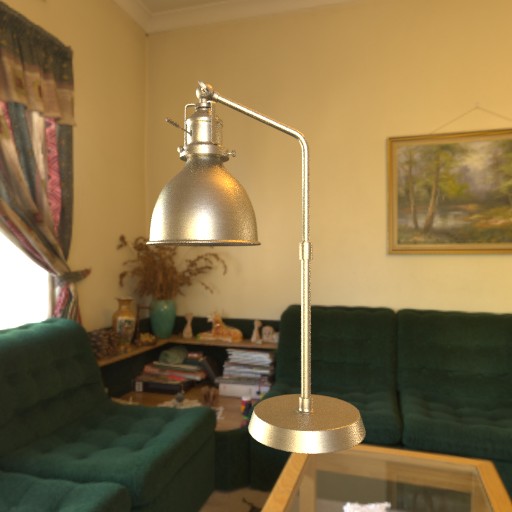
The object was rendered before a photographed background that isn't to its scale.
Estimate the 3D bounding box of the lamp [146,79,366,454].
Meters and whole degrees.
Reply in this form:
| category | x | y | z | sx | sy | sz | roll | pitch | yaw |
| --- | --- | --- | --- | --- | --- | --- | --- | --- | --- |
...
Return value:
| category | x | y | z | sx | sy | sz | roll | pitch | yaw |
| --- | --- | --- | --- | --- | --- | --- | --- | --- | --- |
| lamp | 0.000 | 0.000 | 0.587 | 0.286 | 0.456 | 0.153 | 0 | 0 | 0 |
